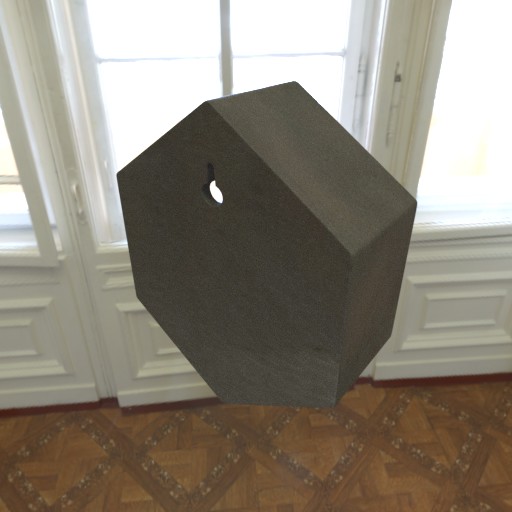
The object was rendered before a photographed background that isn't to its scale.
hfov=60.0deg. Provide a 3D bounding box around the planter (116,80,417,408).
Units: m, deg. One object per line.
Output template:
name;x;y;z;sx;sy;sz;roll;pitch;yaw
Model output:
planter;0.000;0.000;0.289;0.169;0.206;0.077;22;37;32
